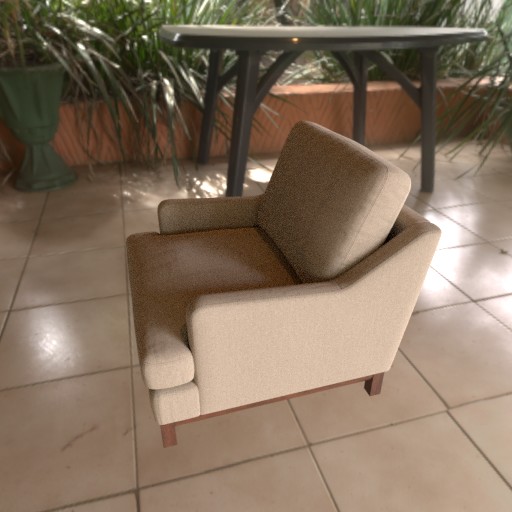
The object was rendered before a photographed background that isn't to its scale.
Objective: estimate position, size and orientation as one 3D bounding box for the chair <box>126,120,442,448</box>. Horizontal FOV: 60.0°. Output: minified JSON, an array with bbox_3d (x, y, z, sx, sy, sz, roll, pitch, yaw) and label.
[{"bbox_3d":[0.000,0.000,1.780,1.001,0.916,0.912,-8,30,-15],"label":"chair"}]
